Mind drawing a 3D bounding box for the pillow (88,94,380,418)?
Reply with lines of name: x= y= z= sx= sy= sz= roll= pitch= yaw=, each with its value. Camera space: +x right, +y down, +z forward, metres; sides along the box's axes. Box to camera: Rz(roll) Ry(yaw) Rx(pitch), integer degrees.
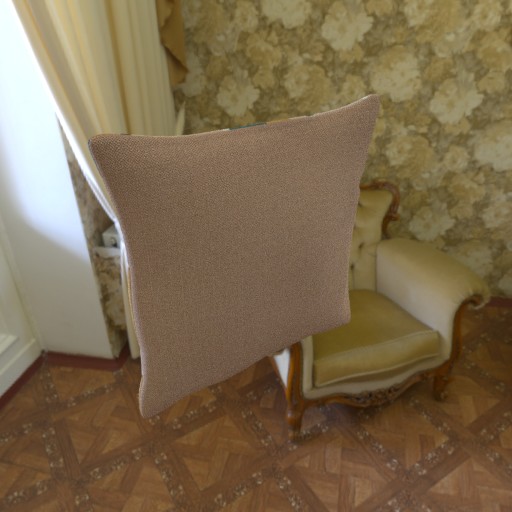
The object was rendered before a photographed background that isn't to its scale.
pillow: x=0.000 y=0.000 z=0.747 sx=0.478 sy=0.479 sz=0.158 roll=-18 pitch=35 yaw=-29
